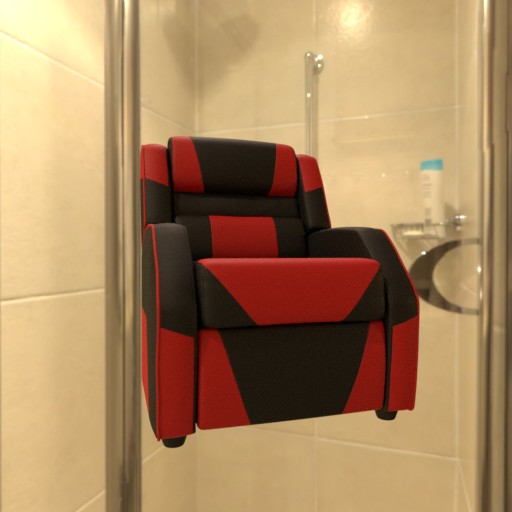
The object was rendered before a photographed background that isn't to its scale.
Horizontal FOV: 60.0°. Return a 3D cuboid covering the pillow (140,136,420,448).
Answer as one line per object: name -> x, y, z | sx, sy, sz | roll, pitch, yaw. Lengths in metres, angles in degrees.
pillow -> 0.000, 0.000, 1.266 | 0.620, 0.805, 0.672 | 0, 0, -17
